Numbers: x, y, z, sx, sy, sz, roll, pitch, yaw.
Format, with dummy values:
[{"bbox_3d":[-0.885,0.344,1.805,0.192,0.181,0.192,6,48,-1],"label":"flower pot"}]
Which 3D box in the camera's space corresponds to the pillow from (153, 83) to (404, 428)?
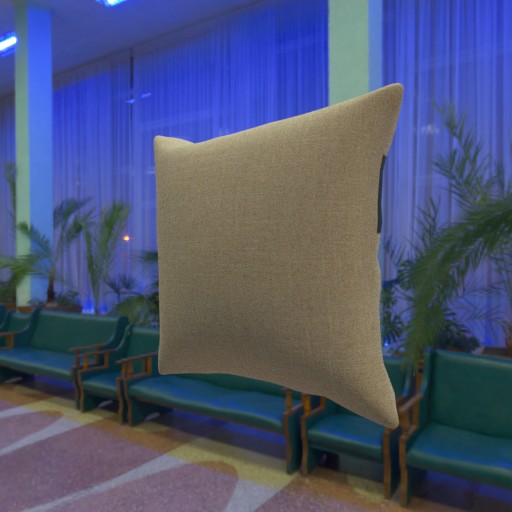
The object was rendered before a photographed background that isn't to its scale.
[{"bbox_3d":[0.000,0.000,0.628,0.414,0.399,0.173,0,1,36],"label":"pillow"}]
